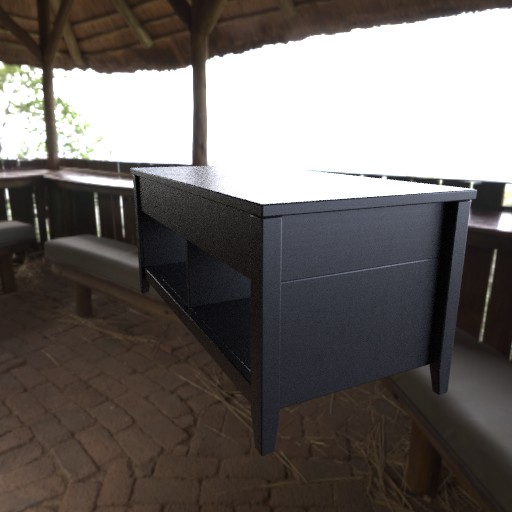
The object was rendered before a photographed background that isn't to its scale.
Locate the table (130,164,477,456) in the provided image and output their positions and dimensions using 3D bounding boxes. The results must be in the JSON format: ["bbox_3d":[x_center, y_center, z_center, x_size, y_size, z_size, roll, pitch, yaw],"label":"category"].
[{"bbox_3d":[0.000,0.000,1.279,0.483,0.457,1.016,-7,16,-25],"label":"table"}]
